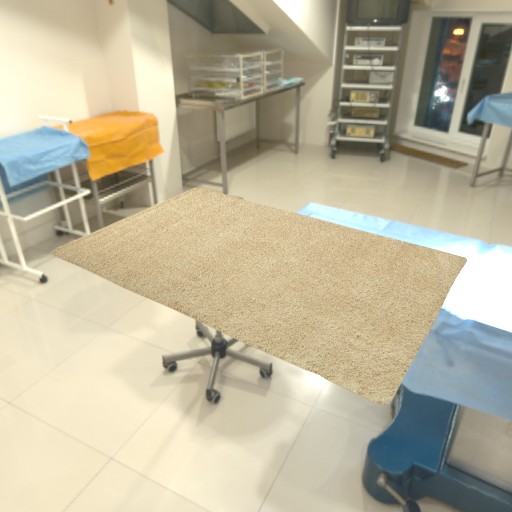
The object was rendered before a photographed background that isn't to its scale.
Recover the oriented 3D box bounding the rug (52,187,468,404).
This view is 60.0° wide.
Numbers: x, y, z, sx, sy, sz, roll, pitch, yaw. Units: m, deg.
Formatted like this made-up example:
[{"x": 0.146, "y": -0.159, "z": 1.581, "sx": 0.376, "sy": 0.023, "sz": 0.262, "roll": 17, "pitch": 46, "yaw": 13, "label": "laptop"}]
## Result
[{"x": 0.000, "y": 0.000, "z": 2.945, "sx": 2.349, "sy": 0.025, "sz": 1.500, "roll": 18, "pitch": 34, "yaw": 30, "label": "rug"}]
